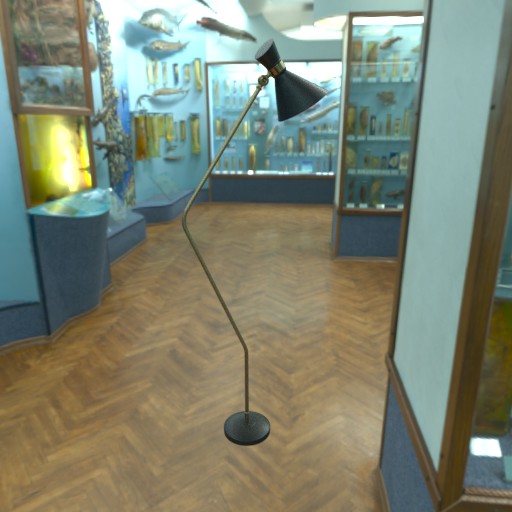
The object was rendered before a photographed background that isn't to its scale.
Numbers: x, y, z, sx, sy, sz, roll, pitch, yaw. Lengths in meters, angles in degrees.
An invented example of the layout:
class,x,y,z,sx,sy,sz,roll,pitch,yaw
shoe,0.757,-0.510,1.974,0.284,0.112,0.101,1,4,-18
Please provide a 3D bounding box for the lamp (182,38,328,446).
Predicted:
class,x,y,z,sx,sy,sz,roll,pitch,yaw
lamp,0.000,0.000,1.617,0.467,1.438,0.277,2,17,8
